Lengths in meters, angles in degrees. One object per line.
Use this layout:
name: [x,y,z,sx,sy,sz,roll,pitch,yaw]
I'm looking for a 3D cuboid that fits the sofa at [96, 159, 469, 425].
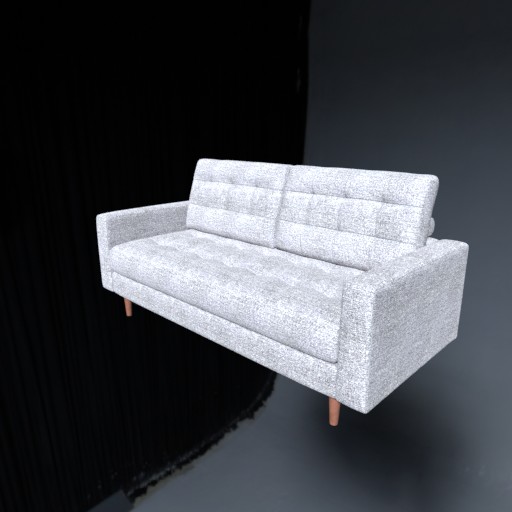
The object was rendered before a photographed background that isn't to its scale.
sofa: [0.000,0.000,2.310,1.821,0.902,0.863,15,22,42]
